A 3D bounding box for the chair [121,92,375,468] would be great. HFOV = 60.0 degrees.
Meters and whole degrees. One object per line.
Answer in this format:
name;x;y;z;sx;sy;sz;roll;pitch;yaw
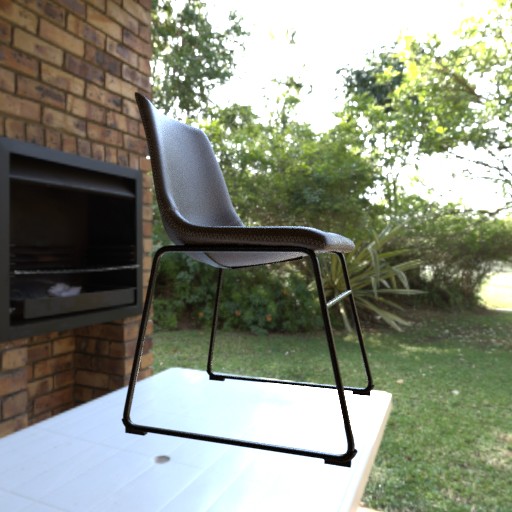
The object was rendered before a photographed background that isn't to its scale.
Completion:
chair;0.000;0.000;1.115;0.550;0.780;0.460;0;0;19
